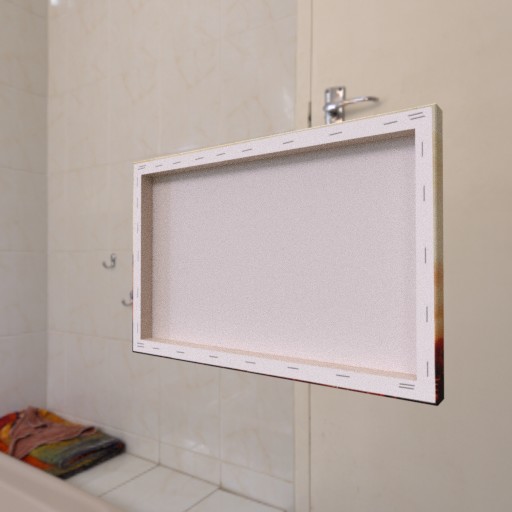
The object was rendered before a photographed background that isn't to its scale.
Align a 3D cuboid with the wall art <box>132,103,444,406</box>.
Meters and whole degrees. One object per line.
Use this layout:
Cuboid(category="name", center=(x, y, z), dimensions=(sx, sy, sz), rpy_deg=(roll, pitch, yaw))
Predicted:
Cuboid(category="wall art", center=(0.000, 0.000, 0.779), dimensions=(0.613, 0.402, 0.040), rpy_deg=(-1, -1, 35))
